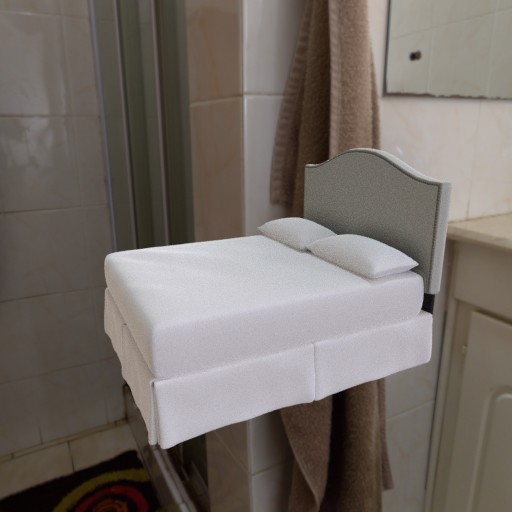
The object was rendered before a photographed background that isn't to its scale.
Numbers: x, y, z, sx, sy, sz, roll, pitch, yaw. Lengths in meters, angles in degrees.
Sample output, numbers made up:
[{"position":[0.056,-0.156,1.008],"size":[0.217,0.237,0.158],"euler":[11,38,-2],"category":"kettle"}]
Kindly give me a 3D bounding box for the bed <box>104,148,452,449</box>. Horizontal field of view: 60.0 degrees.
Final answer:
[{"position":[0.000,0.000,3.476],"size":[2.180,1.607,1.813],"euler":[-8,18,-25],"category":"bed"}]
